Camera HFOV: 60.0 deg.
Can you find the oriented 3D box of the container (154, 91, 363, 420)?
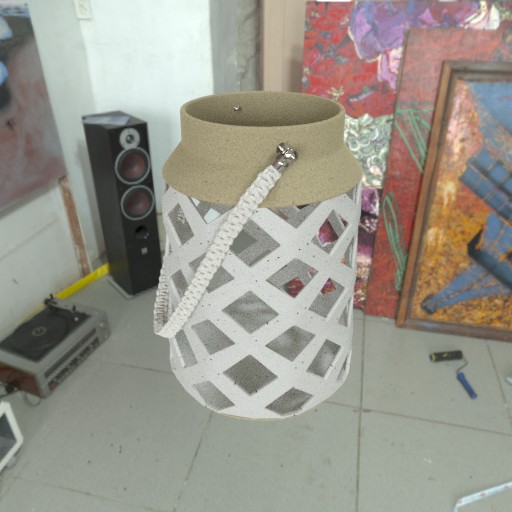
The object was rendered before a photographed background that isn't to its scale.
[{"bbox_3d":[0.000,0.000,0.351,0.172,0.229,0.163,-8,32,-14],"label":"container"}]
